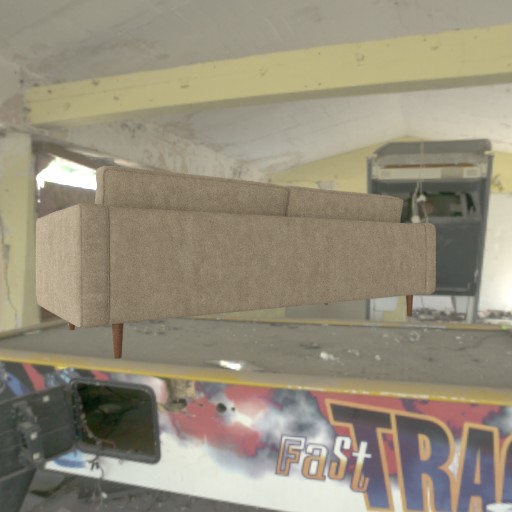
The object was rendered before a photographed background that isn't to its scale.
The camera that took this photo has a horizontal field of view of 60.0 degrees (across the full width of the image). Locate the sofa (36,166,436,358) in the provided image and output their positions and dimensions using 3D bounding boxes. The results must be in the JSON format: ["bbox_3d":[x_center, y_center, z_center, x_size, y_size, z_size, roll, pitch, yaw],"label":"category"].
[{"bbox_3d":[0.000,0.000,2.564,2.200,0.770,0.919,-1,1,-35],"label":"sofa"}]
